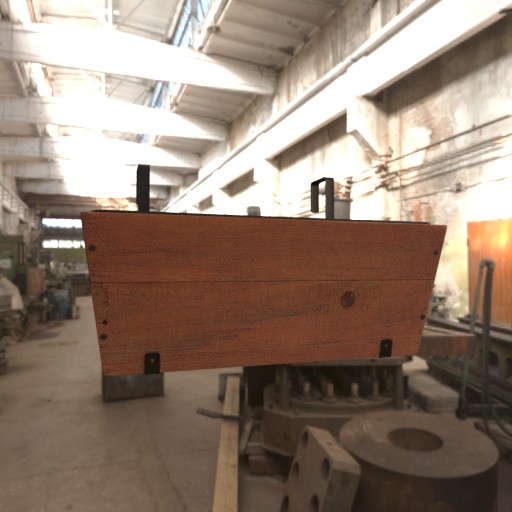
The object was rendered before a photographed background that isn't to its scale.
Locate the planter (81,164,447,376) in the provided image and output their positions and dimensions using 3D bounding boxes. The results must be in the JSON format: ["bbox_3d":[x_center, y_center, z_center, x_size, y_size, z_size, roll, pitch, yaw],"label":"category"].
[{"bbox_3d":[0.000,0.000,0.670,0.480,0.289,0.262,1,-2,-18],"label":"planter"}]
